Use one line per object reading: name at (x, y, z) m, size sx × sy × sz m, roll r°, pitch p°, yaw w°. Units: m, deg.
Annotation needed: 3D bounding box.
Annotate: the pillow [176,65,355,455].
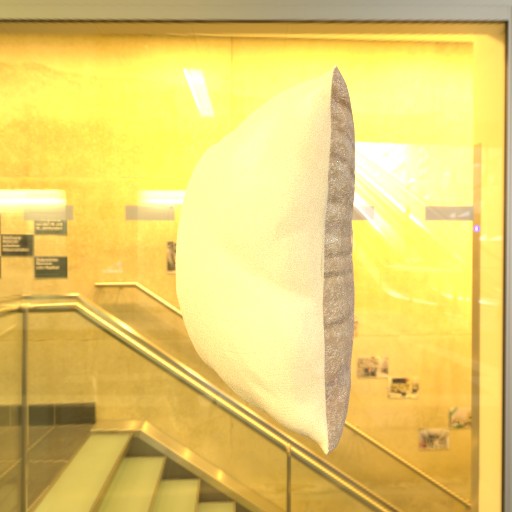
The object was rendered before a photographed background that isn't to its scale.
pillow at (0.000, 0.000, 0.709) m, size 0.245 × 0.448 × 0.450 m, roll 0°, pitch 1°, yaw -20°
